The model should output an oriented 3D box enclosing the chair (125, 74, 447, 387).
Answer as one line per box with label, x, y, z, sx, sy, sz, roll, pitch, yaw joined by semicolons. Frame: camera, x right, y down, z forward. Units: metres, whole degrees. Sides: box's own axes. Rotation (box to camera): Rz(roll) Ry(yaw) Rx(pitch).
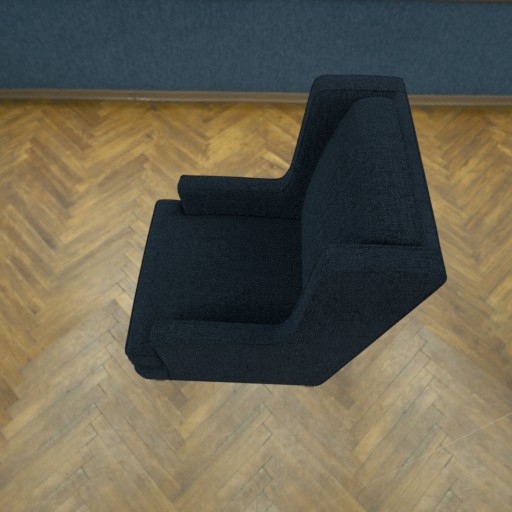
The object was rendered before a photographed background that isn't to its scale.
chair;0.000;0.000;1.697;0.947;1.072;0.764;2;57;1
